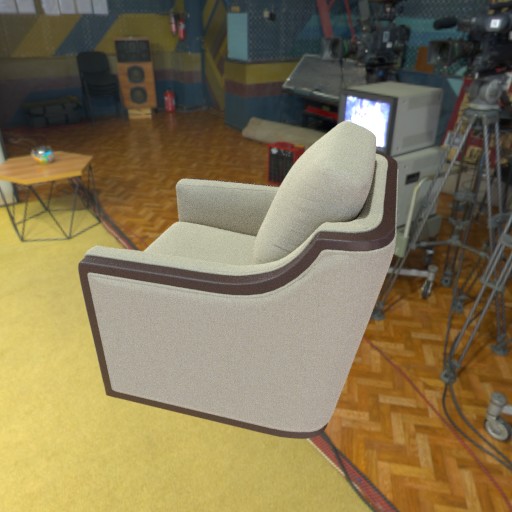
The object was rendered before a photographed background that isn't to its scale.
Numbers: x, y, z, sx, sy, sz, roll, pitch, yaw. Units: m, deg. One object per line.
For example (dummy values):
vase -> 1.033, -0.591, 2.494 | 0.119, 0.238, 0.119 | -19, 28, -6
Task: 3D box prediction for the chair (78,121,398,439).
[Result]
chair -> 0.000, 0.000, 1.680 | 0.950, 0.930, 0.870 | 8, 30, 14
